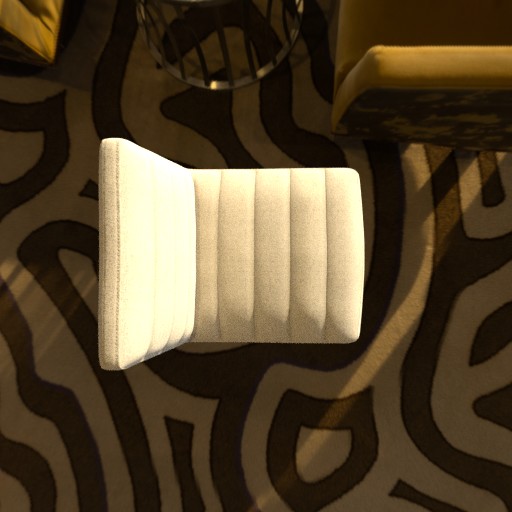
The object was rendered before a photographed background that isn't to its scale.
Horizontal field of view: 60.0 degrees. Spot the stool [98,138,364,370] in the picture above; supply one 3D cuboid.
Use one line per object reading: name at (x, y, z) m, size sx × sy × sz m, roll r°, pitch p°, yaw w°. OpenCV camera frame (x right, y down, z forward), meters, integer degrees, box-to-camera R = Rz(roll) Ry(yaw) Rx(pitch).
stool at (0.000, 0.000, 1.293) m, size 0.567 × 0.971 × 0.459 m, roll 0°, pitch 90°, yaw 2°
